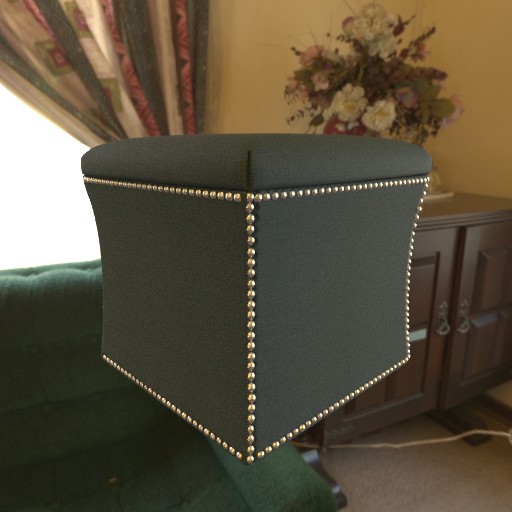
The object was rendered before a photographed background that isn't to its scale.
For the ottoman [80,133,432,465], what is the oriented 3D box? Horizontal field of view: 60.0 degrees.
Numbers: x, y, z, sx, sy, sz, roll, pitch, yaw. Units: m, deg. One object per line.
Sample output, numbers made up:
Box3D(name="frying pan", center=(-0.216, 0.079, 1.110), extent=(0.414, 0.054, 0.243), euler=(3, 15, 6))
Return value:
Box3D(name="ottoman", center=(0.000, 0.000, 0.895), extent=(0.507, 0.475, 0.497), euler=(-13, 19, -42))
